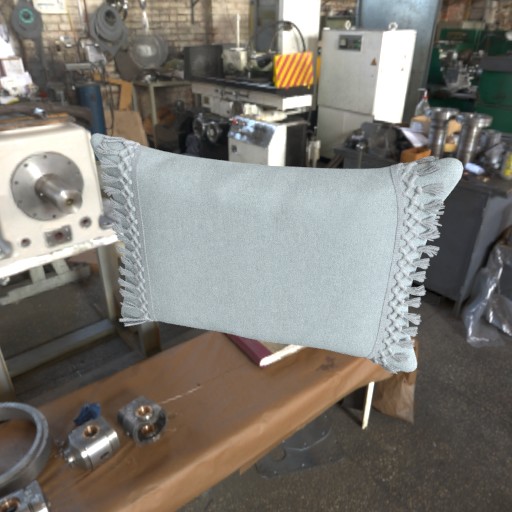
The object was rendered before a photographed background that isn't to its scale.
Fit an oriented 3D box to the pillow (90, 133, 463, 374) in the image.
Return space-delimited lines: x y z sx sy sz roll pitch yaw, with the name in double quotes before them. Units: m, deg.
"pillow" 0.000 0.000 0.602 0.466 0.305 0.084 8 29 15
